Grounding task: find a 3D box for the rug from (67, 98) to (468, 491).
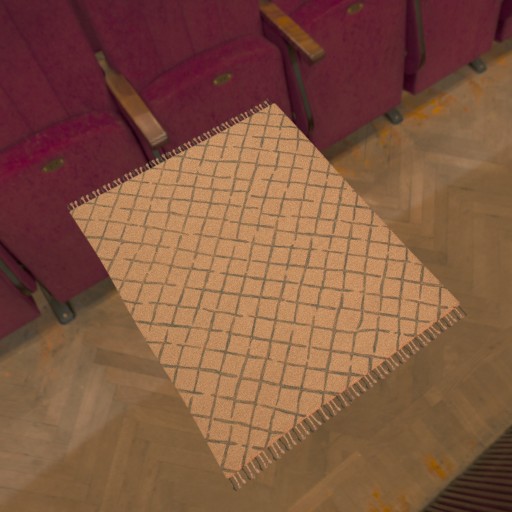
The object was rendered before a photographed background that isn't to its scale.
[{"bbox_3d":[0.000,0.000,4.844,2.892,0.036,3.585,-32,69,-14],"label":"rug"}]
